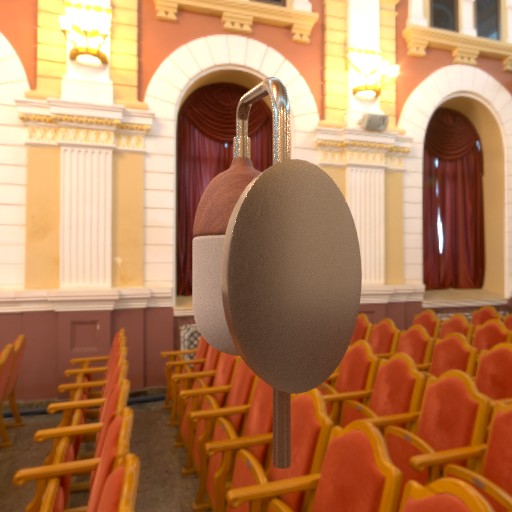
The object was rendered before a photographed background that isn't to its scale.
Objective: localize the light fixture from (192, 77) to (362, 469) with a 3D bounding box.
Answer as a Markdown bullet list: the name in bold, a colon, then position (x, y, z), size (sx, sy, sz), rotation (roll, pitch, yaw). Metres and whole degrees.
- **light fixture**: position (0.000, 0.000, 0.434), size (0.108, 0.343, 0.216), rotation (0, -1, -17)
